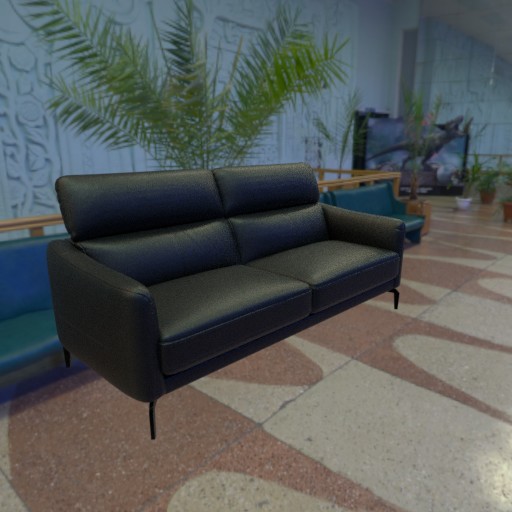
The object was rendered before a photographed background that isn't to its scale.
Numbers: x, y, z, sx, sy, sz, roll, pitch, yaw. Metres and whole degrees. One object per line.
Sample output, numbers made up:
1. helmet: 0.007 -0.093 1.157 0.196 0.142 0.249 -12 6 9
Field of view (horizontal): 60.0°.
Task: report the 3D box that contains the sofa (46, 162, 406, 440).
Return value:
1. sofa: 0.000 0.000 2.514 0.856 0.957 2.069 14 20 43
